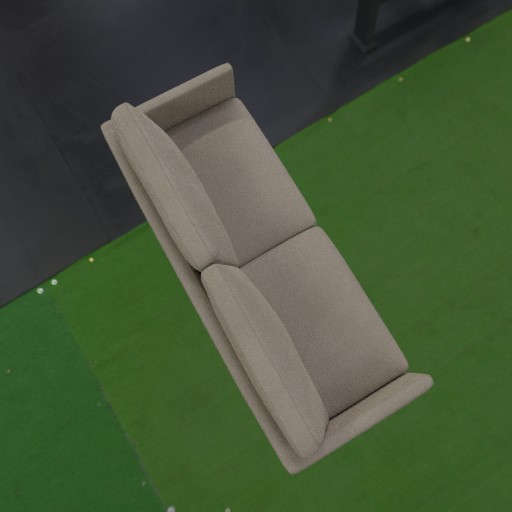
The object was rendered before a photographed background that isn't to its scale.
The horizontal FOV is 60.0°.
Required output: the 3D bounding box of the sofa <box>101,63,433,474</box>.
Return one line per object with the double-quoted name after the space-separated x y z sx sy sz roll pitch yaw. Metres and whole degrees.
0.000 0.000 2.878 0.988 0.912 2.404 -29 78 -7 "sofa"
